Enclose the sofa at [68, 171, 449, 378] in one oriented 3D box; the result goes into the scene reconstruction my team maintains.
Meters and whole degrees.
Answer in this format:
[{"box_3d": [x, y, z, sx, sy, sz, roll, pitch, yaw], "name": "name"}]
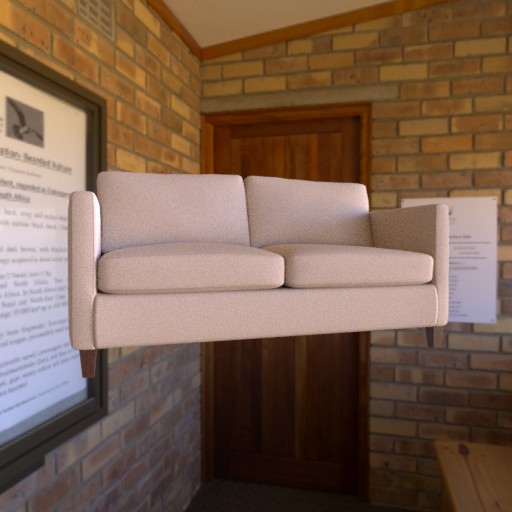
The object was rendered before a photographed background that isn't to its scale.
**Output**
[{"box_3d": [0.000, 0.000, 2.270, 1.722, 0.888, 0.873, 0, 1, -18], "name": "sofa"}]
